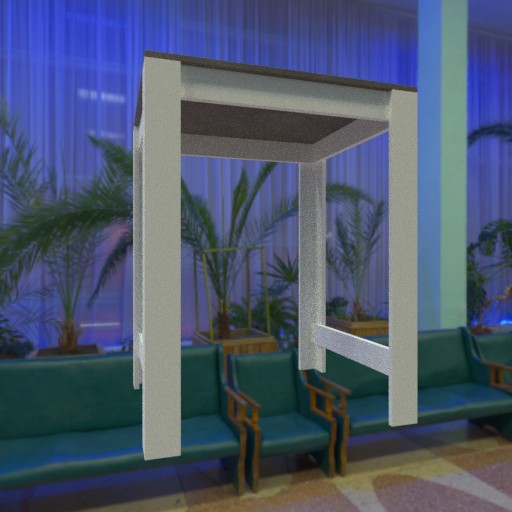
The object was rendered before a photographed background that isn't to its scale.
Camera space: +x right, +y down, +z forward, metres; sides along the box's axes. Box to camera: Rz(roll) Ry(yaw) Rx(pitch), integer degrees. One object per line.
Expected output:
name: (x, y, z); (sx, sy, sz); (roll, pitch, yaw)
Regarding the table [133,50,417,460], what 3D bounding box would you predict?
table: (0.000, 0.000, 1.549); (0.800, 1.020, 0.700); (0, 0, -18)
